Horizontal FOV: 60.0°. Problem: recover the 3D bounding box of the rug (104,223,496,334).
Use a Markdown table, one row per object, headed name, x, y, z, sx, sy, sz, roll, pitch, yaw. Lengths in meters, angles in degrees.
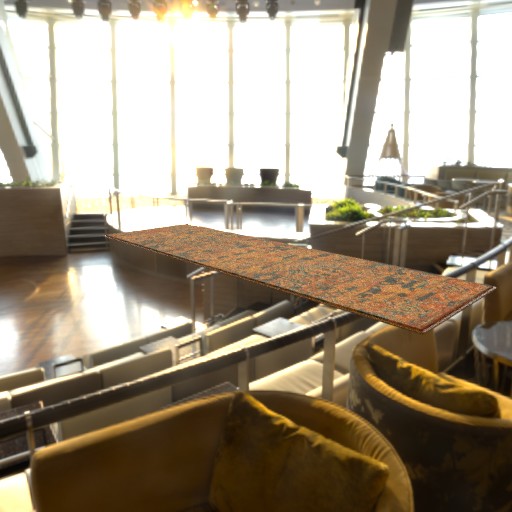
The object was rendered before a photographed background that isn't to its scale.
| name | x | y | z | sx | sy | sz | roll | pitch | yaw |
| --- | --- | --- | --- | --- | --- | --- | --- | --- | --- |
| rug | 0.000 | 0.000 | 1.976 | 0.556 | 0.013 | 1.820 | -13 | 19 | -43 |
